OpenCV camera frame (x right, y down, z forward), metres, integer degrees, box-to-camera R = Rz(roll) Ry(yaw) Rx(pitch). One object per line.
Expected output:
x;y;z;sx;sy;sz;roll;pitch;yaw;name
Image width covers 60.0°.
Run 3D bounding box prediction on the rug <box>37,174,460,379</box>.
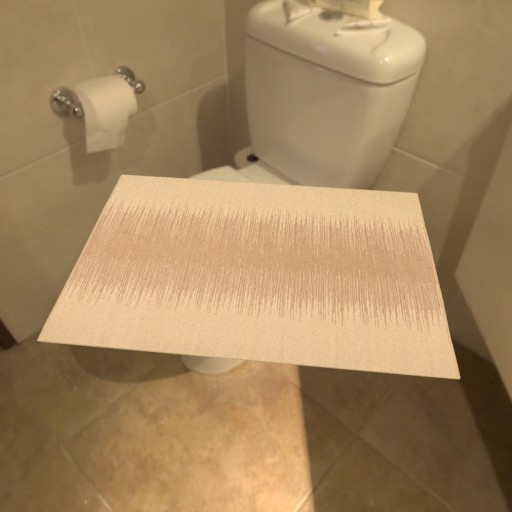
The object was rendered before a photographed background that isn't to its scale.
0.000;0.000;2.334;1.850;0.006;1.234;4;47;4;rug
